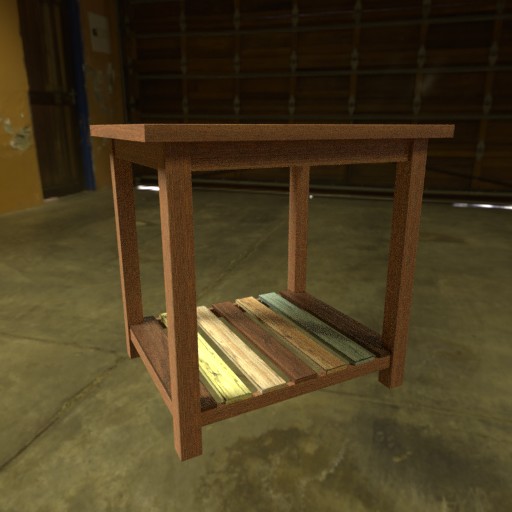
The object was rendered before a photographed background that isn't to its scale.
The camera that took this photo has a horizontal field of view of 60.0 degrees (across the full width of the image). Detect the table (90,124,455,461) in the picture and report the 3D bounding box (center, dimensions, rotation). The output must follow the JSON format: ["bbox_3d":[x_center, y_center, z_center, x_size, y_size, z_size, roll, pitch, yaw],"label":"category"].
[{"bbox_3d":[0.000,0.000,1.122,0.660,0.635,0.559,-8,18,-26],"label":"table"}]
